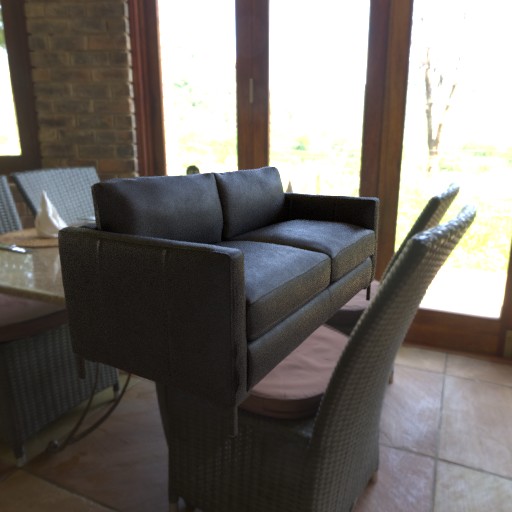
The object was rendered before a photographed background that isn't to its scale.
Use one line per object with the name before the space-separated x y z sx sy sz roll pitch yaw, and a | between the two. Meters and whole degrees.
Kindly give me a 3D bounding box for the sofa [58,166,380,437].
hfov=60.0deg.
sofa | 0.000 0.000 2.389 0.947 0.883 1.805 7 16 27
